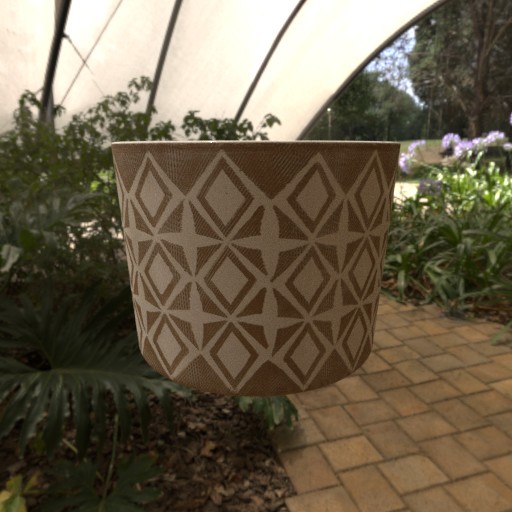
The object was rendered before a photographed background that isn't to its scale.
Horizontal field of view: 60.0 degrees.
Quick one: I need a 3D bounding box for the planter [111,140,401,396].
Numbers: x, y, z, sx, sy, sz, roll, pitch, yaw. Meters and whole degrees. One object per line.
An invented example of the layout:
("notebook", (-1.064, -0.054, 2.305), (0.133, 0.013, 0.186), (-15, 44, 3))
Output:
("planter", (0.000, 0.000, 0.443), (0.260, 0.220, 0.260), (0, 14, 0))
